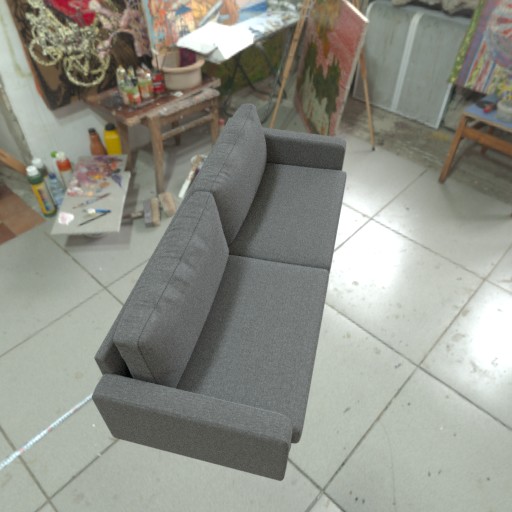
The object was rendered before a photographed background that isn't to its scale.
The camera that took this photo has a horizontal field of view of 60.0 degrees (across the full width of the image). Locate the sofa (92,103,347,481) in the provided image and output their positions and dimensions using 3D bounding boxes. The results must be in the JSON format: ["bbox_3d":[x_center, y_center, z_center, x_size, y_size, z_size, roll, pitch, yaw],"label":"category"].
[{"bbox_3d":[0.000,0.000,2.607,0.880,0.880,2.200,10,47,9],"label":"sofa"}]
